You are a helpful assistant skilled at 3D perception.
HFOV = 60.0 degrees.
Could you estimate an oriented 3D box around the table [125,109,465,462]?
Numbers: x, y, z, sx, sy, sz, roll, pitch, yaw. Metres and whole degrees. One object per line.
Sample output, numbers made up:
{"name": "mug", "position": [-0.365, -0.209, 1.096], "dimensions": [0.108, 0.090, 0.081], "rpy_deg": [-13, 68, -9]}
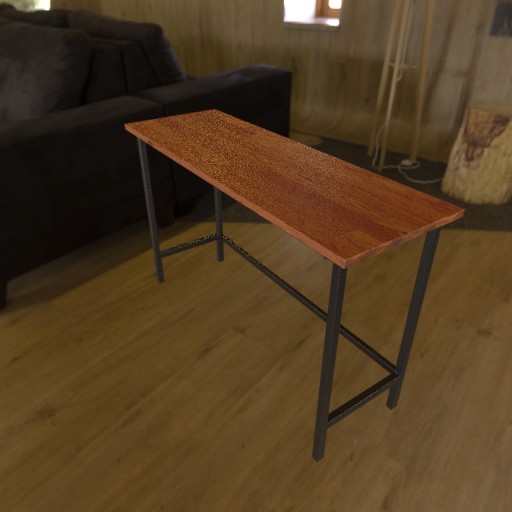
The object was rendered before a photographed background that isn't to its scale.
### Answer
{"name": "table", "position": [0.000, 0.000, 1.599], "dimensions": [0.408, 0.740, 1.204], "rpy_deg": [-20, 37, -29]}
